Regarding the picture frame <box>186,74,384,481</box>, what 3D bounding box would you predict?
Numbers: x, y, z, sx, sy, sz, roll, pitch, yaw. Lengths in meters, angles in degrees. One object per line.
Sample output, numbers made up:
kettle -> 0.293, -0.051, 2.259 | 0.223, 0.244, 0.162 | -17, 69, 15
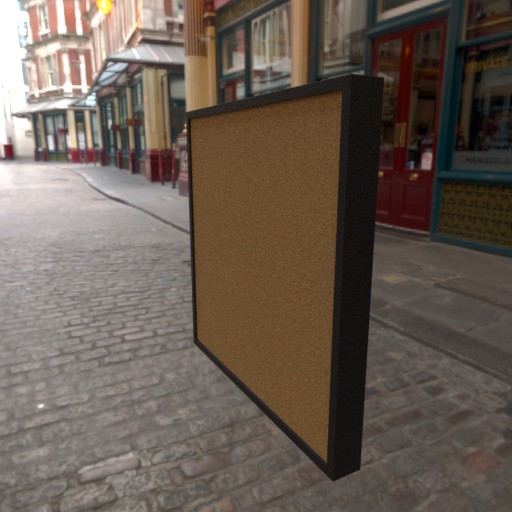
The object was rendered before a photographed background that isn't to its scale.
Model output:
picture frame -> 0.000, 0.000, 0.474 | 0.030, 0.317, 0.317 | -7, 15, -28
